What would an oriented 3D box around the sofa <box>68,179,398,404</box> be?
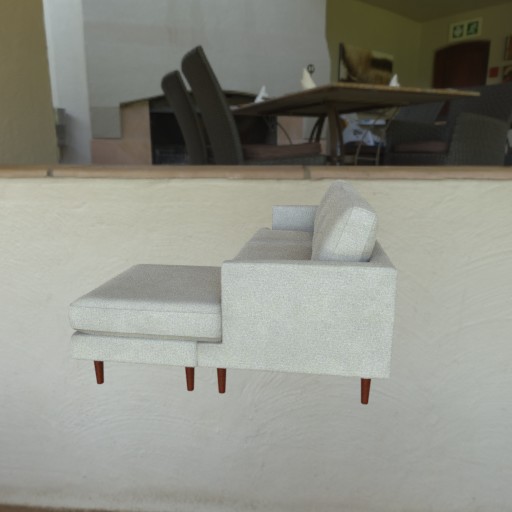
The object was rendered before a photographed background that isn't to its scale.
[{"bbox_3d":[0.000,0.000,3.047,1.504,0.956,2.233,2,13,8],"label":"sofa"}]
